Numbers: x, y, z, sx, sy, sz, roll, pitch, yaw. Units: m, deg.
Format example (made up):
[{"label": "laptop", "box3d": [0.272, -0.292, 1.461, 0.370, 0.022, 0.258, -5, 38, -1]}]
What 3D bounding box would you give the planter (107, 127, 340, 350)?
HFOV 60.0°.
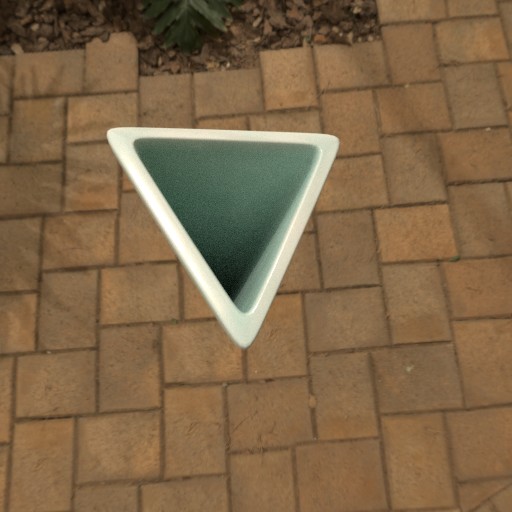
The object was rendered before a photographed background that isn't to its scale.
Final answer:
[{"label": "planter", "box3d": [0.000, 0.000, 0.219, 0.064, 0.178, 0.080, -32, 78, -8]}]
